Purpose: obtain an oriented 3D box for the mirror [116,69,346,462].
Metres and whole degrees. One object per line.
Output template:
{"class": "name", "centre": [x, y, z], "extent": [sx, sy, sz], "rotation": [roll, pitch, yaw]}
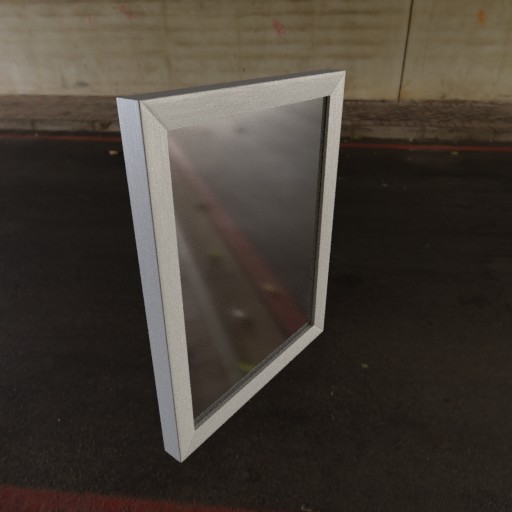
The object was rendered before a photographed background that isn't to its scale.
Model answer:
{"class": "mirror", "centre": [0.000, 0.000, 0.686], "extent": [0.041, 0.508, 0.405], "rotation": [20, 34, 33]}
